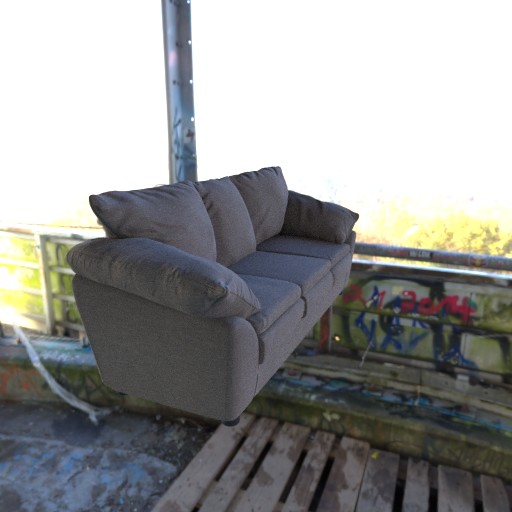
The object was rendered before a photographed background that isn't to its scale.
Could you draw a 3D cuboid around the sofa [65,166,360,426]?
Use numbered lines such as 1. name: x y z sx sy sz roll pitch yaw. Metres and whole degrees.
1. sofa: 0.000 0.000 2.887 0.927 1.043 2.390 7 16 24
